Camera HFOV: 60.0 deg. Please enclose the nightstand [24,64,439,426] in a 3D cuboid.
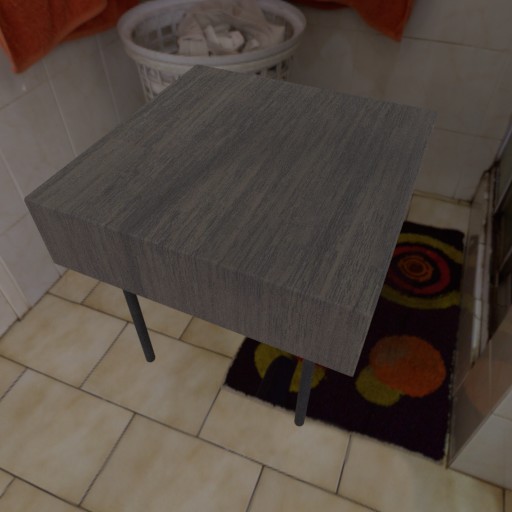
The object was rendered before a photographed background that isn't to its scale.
[{"bbox_3d":[0.000,0.000,0.894,0.503,0.497,0.502,18,49,16],"label":"nightstand"}]
